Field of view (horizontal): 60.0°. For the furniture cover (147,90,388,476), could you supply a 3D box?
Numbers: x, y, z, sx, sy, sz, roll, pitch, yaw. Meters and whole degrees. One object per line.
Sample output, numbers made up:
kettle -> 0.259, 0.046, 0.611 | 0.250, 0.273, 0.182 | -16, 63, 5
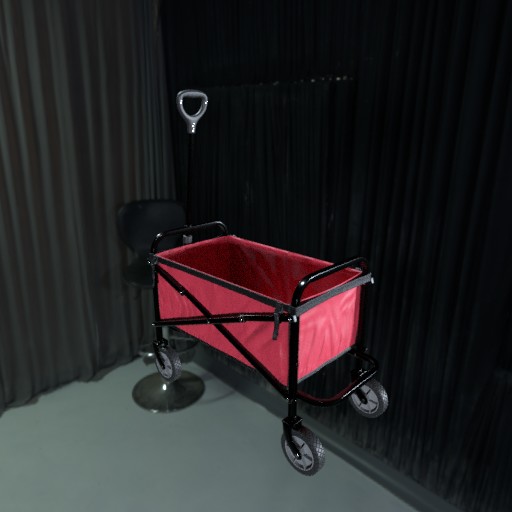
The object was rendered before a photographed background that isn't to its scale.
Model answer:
furniture cover -> 0.000, 0.000, 1.807 | 1.038, 1.295, 0.532 | 17, 24, 42
